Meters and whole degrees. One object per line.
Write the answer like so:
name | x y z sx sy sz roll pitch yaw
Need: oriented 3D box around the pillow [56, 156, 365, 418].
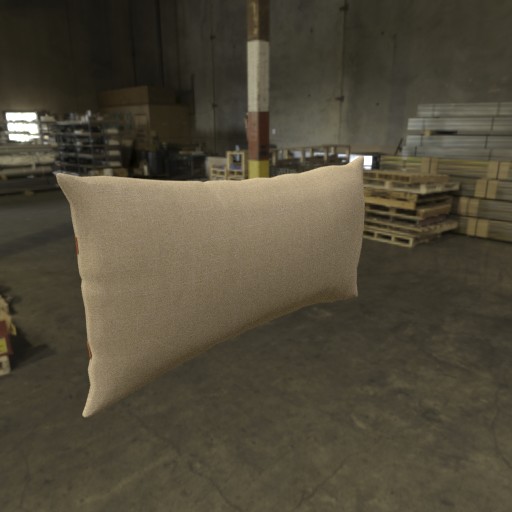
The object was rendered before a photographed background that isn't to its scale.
pillow | 0.000 0.000 0.725 0.612 0.308 0.148 -15 22 -42
